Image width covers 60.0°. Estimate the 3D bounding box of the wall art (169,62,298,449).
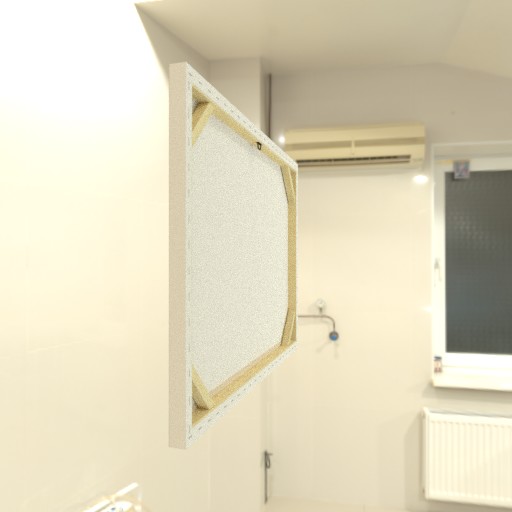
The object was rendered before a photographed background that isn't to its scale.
[{"bbox_3d":[0.000,0.000,1.359,0.038,0.762,1.016,0,0,18],"label":"wall art"}]
